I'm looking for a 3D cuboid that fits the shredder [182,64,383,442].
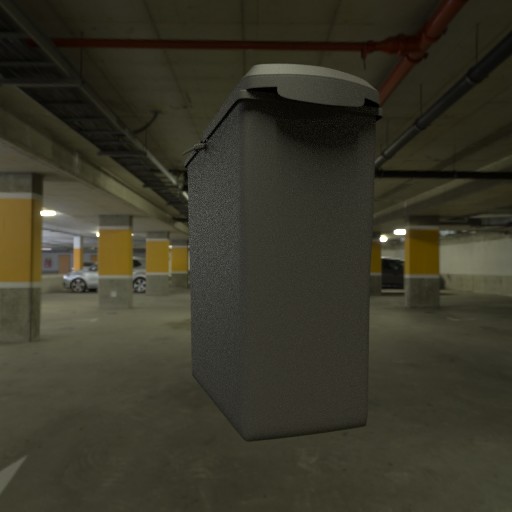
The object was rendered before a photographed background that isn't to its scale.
[{"bbox_3d":[0.000,0.000,0.524,0.170,0.335,0.320,1,-2,-19],"label":"shredder"}]
